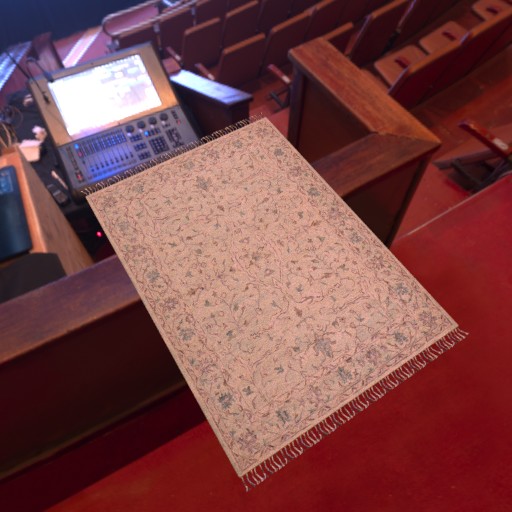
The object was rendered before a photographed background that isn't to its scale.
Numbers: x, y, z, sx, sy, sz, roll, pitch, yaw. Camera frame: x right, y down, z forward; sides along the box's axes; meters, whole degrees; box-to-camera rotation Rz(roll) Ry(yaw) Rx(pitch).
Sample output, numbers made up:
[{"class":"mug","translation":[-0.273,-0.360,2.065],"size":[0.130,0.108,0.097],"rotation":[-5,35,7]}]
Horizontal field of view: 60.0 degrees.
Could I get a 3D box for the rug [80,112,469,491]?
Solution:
[{"class":"rug","translation":[0.000,0.000,2.307],"size":[1.247,0.008,1.802],"rotation":[-28,63,-16]}]
